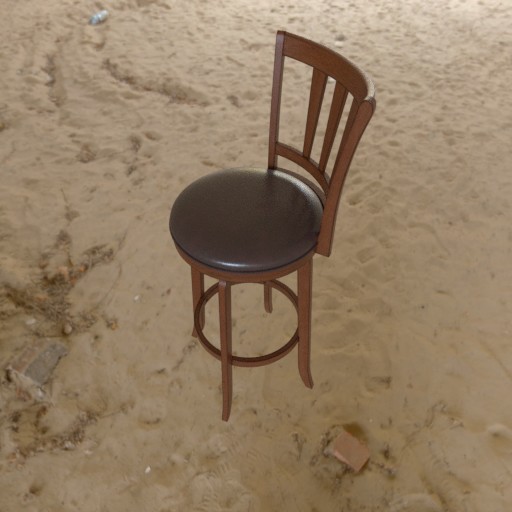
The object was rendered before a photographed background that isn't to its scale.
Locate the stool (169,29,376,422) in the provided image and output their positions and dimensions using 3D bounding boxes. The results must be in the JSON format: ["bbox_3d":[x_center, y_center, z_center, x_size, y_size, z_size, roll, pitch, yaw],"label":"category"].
[{"bbox_3d":[0.000,0.000,1.409,0.503,1.177,0.464,-16,47,-15],"label":"stool"}]
